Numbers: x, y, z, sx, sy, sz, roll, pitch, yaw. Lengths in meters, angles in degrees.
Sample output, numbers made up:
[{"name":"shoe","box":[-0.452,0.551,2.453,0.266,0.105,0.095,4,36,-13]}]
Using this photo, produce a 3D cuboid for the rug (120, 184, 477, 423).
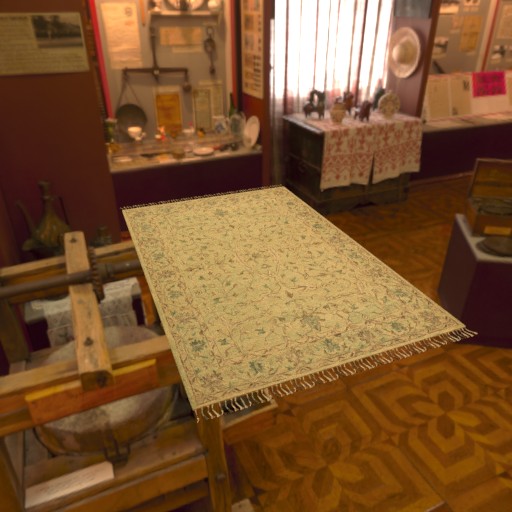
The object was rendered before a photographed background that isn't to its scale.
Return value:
[{"name":"rug","box":[0.000,0.000,3.055,1.544,0.010,2.435,-11,31,-19]}]
